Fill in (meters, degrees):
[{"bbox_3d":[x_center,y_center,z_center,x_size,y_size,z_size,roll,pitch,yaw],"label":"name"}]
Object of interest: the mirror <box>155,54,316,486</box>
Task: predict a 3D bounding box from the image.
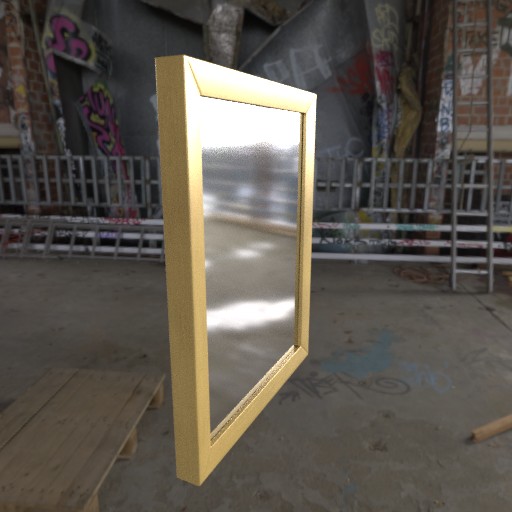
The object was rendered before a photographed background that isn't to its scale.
[{"bbox_3d":[0.000,0.000,0.685,0.041,0.508,0.405,7,16,25],"label":"mirror"}]
